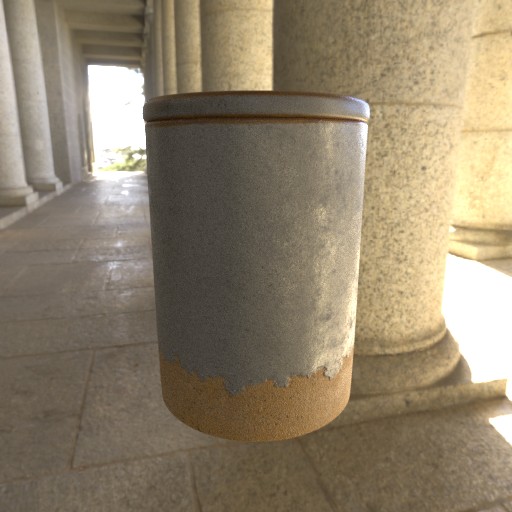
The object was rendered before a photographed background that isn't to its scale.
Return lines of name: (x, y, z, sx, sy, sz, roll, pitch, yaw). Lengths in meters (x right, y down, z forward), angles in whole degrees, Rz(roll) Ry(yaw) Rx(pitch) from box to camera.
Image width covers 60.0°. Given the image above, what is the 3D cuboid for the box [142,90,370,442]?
box: (0.000, 0.000, 0.255, 0.118, 0.168, 0.118, 0, 14, 0)
